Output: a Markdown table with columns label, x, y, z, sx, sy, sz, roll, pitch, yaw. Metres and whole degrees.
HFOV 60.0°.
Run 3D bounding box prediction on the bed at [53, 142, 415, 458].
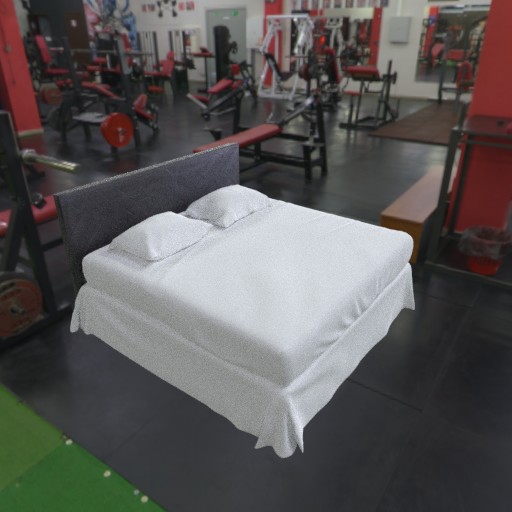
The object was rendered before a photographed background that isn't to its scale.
| label | x | y | z | sx | sy | sz | roll | pitch | yaw |
| --- | --- | --- | --- | --- | --- | --- | --- | --- | --- |
| bed | 0.000 | 0.000 | 3.579 | 2.165 | 1.158 | 2.255 | 19 | 33 | 33 |
